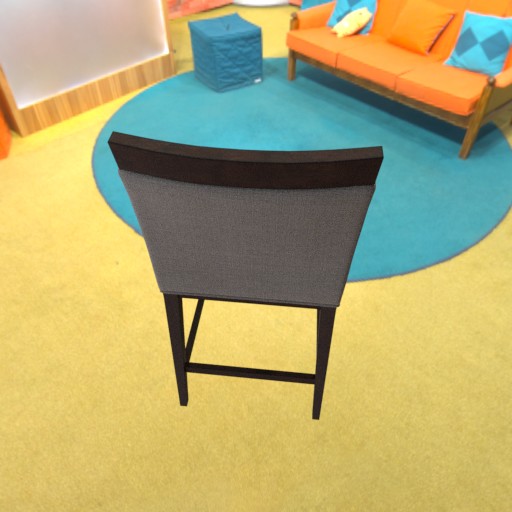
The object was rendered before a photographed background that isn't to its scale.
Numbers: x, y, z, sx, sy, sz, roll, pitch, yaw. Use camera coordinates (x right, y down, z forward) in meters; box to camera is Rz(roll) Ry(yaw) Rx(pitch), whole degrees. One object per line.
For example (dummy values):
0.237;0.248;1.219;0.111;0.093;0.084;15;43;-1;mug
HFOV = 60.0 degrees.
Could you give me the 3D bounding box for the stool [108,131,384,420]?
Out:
0.000;0.000;1.320;0.512;1.009;0.531;4;45;4;stool
